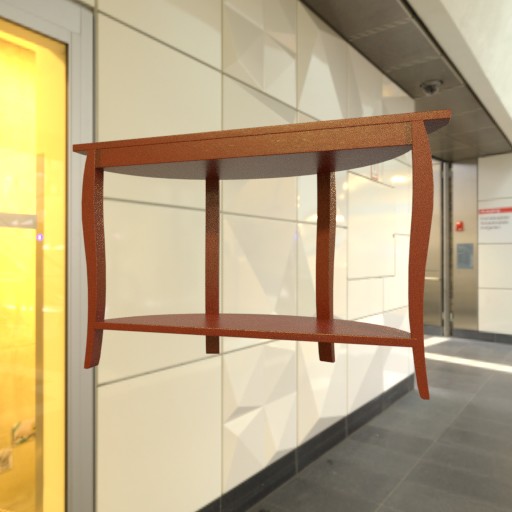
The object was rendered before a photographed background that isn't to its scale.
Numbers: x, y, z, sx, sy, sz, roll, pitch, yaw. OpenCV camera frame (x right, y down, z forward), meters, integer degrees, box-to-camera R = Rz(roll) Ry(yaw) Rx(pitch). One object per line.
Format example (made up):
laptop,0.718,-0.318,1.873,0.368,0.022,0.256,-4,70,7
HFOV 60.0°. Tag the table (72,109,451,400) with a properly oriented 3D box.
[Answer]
table,0.000,0.000,1.555,1.219,0.779,0.405,0,0,18
